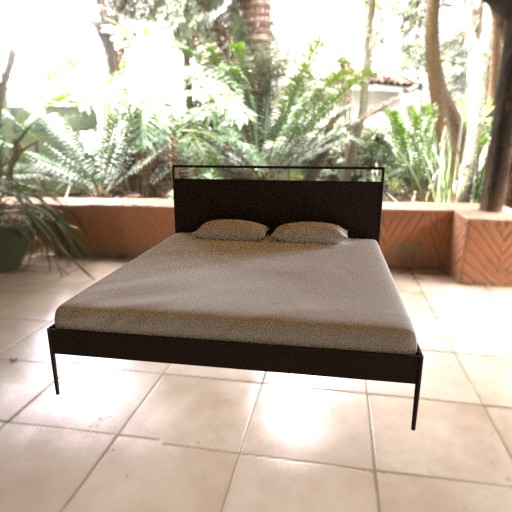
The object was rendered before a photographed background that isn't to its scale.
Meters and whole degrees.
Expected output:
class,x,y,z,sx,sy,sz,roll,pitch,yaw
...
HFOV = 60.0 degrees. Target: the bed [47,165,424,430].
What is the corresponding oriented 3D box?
class,x,y,z,sx,sy,sz,roll,pitch,yaw
bed,0.000,0.000,3.264,1.993,1.173,2.151,2,15,9
